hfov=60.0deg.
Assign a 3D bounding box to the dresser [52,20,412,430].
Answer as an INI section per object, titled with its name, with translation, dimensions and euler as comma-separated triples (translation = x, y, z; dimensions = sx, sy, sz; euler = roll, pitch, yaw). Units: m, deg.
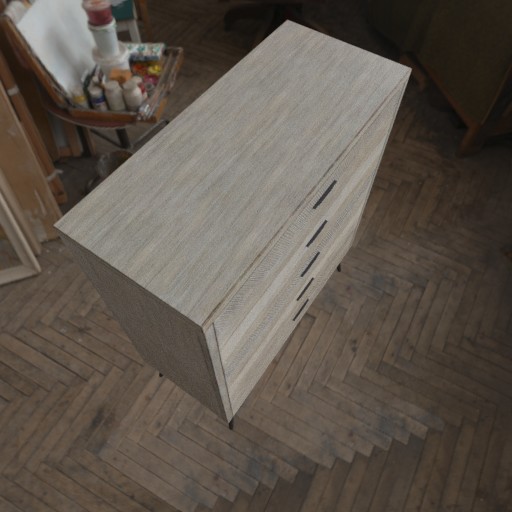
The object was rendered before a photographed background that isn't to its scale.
[dresser]
translation = 0.000, 0.000, 1.704
dimensions = 0.457, 1.219, 1.016
euler = 31, 63, 17
